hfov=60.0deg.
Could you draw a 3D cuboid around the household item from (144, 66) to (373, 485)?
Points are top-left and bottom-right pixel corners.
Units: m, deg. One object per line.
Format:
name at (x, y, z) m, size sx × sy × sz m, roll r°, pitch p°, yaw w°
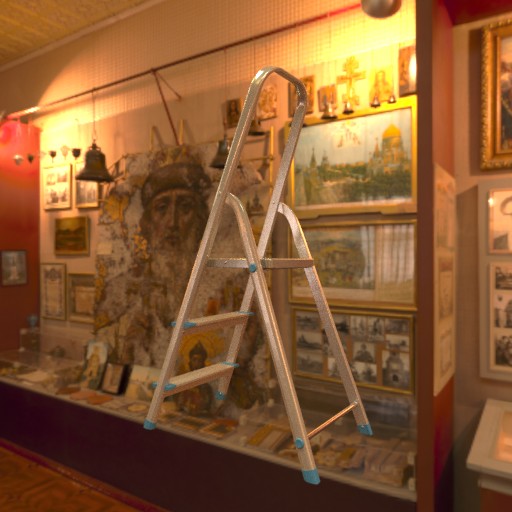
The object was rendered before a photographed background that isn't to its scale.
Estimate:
household item at (0.000, 0.000, 1.542) m, size 0.687 × 1.215 × 0.420 m, roll 0°, pitch 0°, yaw 35°
